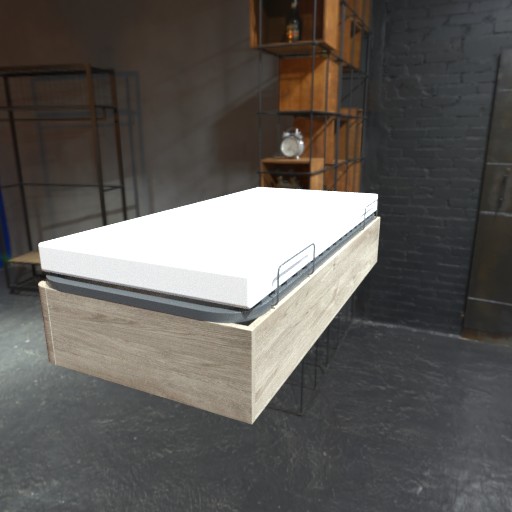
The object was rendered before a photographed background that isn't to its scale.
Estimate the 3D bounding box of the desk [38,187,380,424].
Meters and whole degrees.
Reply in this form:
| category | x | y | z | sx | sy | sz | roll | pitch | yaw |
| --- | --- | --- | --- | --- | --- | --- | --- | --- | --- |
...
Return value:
| category | x | y | z | sx | sy | sz | roll | pitch | yaw |
| --- | --- | --- | --- | --- | --- | --- | --- | --- | --- |
| desk | 0.000 | 0.000 | 2.257 | 0.900 | 0.455 | 1.900 | 7 | 17 | 25 |
